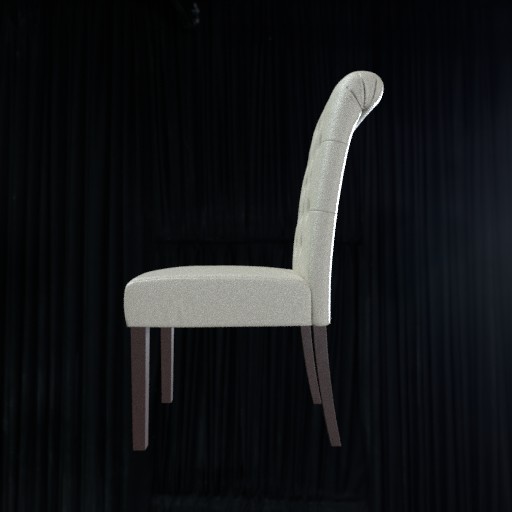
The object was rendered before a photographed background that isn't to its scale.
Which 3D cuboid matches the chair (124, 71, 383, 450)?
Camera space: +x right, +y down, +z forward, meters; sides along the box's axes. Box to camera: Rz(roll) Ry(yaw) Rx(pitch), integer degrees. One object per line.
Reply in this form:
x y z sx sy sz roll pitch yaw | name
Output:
0.000 0.000 1.350 0.671 1.006 0.456 0 0 -1 | chair
